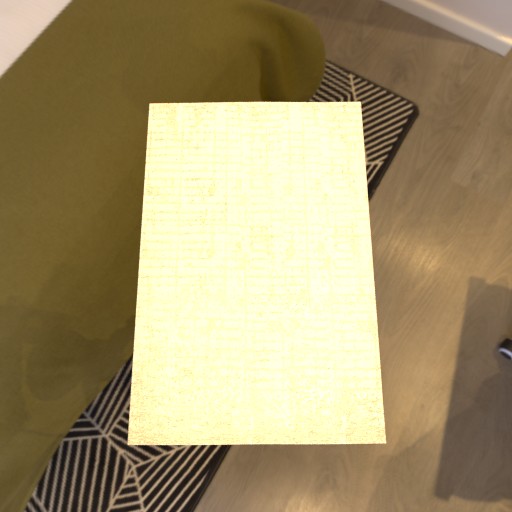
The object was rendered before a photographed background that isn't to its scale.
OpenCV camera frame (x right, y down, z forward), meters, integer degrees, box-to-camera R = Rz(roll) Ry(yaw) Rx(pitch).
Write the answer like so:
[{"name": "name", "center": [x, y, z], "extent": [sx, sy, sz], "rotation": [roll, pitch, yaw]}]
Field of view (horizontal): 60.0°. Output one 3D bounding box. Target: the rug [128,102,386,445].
[{"name": "rug", "center": [0.000, 0.000, 2.311], "extent": [1.211, 0.007, 1.827], "rotation": [0, 75, 0]}]
